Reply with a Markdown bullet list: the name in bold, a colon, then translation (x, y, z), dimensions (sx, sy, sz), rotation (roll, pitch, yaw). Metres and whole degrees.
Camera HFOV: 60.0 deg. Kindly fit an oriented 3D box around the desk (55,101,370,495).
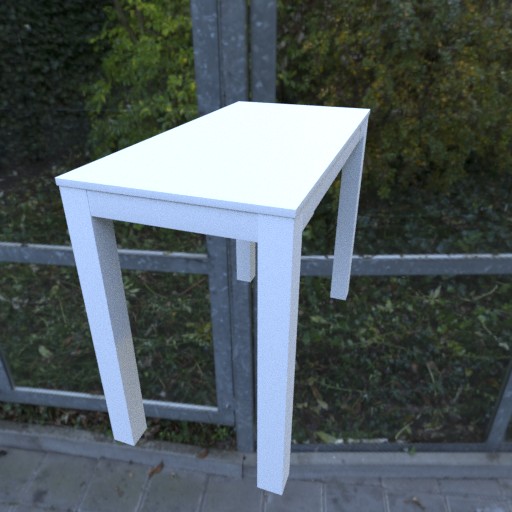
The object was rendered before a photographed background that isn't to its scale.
- **desk**: translation (0.000, 0.000, 1.401), dimensions (0.497, 0.762, 0.990), rotation (10, 30, 17)
